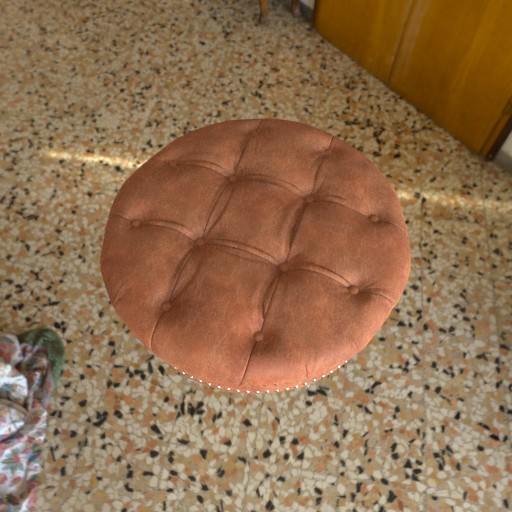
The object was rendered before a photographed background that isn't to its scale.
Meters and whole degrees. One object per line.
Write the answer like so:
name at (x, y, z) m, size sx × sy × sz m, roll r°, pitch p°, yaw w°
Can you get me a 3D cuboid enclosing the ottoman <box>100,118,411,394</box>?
ottoman at (0.000, 0.000, 1.411) m, size 0.901 × 0.444 × 0.901 m, roll 0°, pitch 58°, yaw 0°
